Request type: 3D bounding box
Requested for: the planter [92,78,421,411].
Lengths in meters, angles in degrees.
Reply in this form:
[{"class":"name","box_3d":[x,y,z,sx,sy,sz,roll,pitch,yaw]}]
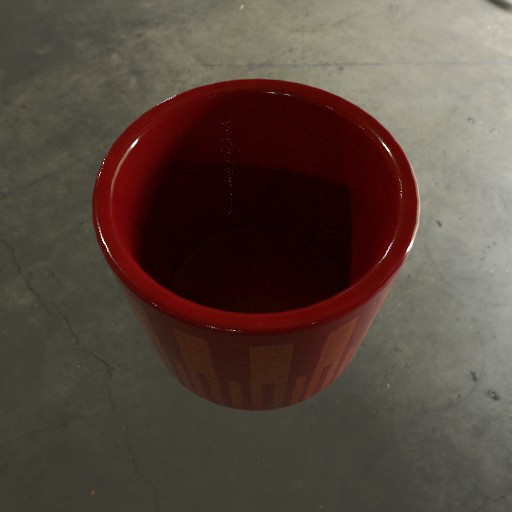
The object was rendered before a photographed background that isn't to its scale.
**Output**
[{"class":"planter","box_3d":[0.000,0.000,0.397,0.230,0.202,0.230,0,58,0]}]
